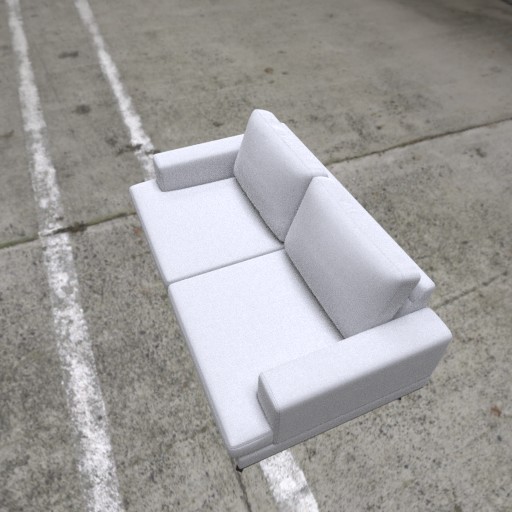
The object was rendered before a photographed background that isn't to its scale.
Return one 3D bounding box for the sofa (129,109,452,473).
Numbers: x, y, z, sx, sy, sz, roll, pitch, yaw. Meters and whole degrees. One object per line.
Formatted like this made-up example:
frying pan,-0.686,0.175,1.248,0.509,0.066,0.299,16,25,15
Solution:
sofa,0.000,0.000,2.168,0.920,0.810,1.650,-17,48,-16
